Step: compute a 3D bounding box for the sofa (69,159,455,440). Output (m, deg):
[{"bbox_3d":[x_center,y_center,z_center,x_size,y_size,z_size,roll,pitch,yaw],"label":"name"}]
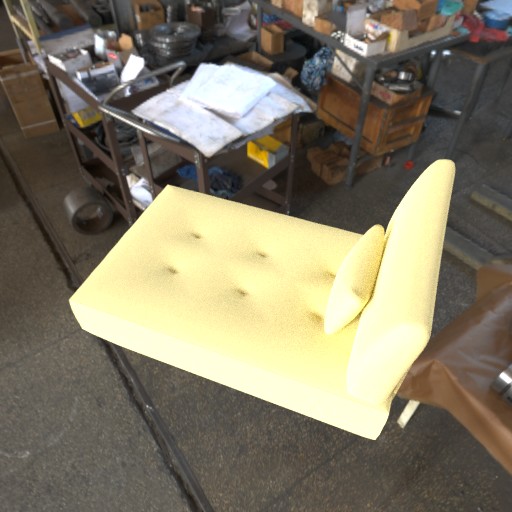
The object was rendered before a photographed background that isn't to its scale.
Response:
[{"bbox_3d":[0.000,0.000,2.014,1.450,0.820,0.930,16,49,15],"label":"sofa"}]
